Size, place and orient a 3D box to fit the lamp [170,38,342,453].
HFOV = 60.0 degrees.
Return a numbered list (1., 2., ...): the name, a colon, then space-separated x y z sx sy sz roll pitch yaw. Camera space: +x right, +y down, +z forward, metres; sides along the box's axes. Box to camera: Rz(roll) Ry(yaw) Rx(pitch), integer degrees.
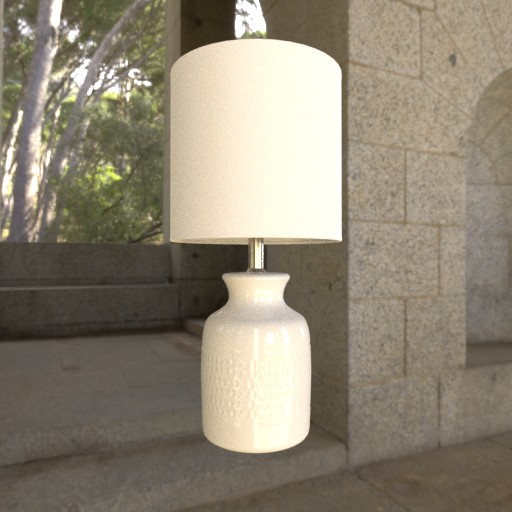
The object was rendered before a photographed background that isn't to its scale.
1. lamp: 0.000 0.000 0.493 0.188 0.392 0.188 0 0 35
